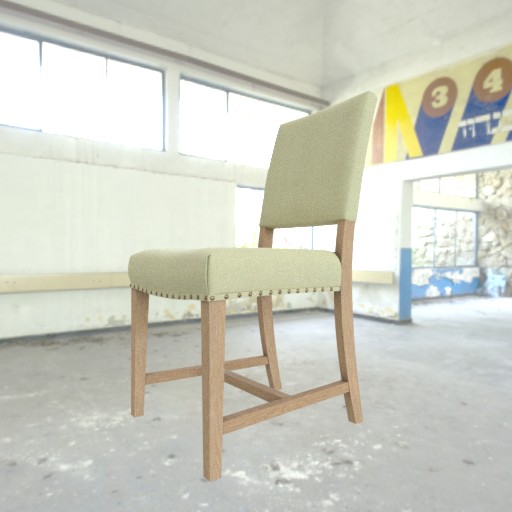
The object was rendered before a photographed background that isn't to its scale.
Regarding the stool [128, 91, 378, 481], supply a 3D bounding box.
[{"bbox_3d":[0.000,0.000,1.344,0.623,0.986,0.508,0,0,-35],"label":"stool"}]
